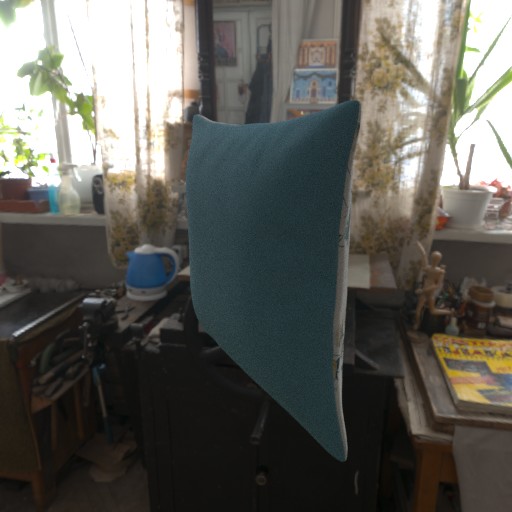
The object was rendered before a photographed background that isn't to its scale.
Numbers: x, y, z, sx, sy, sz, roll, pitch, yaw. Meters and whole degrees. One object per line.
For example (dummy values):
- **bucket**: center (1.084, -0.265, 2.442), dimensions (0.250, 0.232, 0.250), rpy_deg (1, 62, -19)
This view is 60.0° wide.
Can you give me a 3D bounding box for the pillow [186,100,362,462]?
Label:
- **pillow**: center (0.000, 0.000, 0.803), dimensions (0.166, 0.507, 0.526), rpy_deg (-8, 17, -28)
